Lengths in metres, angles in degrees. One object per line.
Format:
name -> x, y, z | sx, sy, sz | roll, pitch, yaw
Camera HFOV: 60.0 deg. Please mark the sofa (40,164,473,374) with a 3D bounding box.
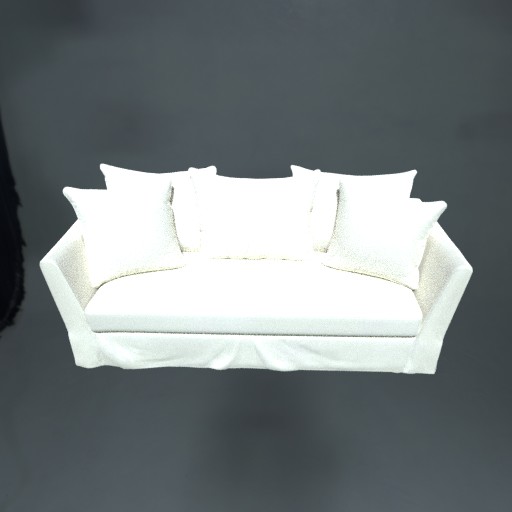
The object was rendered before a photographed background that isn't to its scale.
sofa -> 0.000, 0.000, 2.853 | 2.290, 1.034, 1.031 | 1, 30, 1
